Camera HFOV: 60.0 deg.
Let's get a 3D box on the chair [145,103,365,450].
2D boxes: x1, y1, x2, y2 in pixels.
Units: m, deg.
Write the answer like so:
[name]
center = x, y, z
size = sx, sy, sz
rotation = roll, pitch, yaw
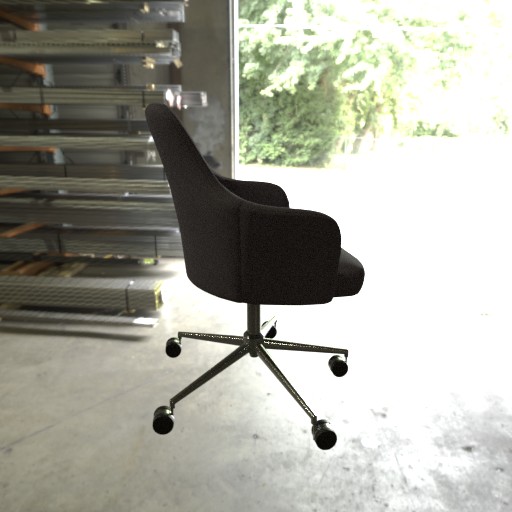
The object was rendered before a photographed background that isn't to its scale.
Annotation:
[chair]
center = 0.000, 0.000, 1.270
size = 0.600, 0.820, 0.655
rotation = -2, 16, -8
